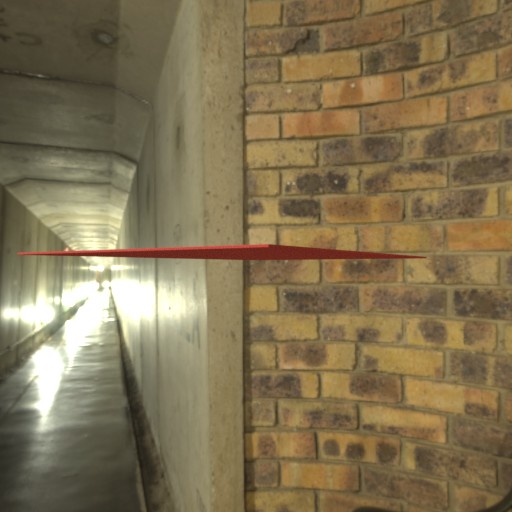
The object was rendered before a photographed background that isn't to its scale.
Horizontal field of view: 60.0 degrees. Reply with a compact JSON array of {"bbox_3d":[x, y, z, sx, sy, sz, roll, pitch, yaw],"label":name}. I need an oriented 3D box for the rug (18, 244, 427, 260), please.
[{"bbox_3d":[0.000,0.000,2.846,1.593,0.013,2.211,-1,-2,34],"label":"rug"}]
